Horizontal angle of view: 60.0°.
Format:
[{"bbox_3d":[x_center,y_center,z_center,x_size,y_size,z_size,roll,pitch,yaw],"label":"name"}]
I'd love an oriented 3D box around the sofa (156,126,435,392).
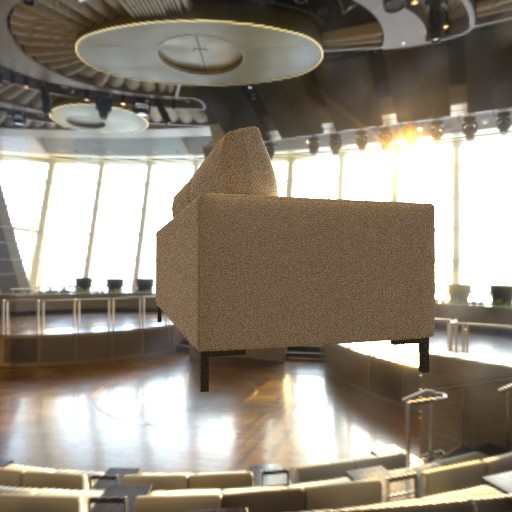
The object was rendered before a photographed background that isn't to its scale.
[{"bbox_3d":[0.000,0.000,2.159,0.839,0.812,1.651,0,-1,-17],"label":"sofa"}]
